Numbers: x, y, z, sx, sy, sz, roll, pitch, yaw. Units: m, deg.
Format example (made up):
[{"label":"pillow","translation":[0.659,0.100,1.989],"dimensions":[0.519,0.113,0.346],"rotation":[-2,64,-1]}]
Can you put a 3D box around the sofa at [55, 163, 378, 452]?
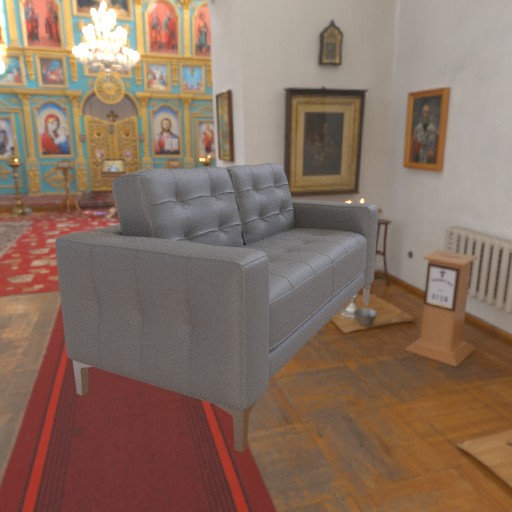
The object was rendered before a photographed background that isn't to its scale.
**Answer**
[{"label":"sofa","translation":[0.000,0.000,2.224],"dimensions":[0.833,0.892,1.726],"rotation":[7,15,27]}]
